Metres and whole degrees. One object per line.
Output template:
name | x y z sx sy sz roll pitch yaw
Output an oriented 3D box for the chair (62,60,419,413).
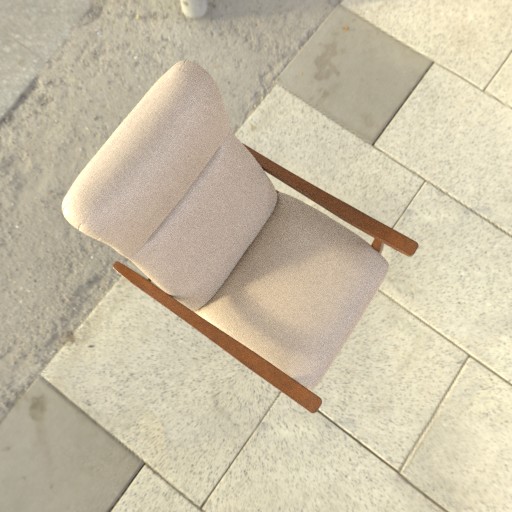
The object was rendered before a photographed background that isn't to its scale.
chair | 0.000 0.000 1.801 1.030 1.082 0.762 34 79 8
